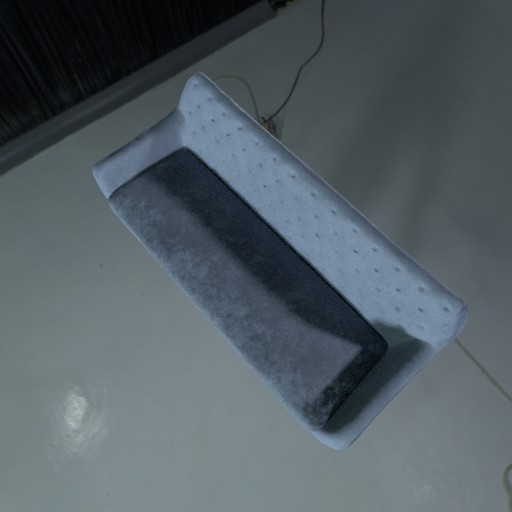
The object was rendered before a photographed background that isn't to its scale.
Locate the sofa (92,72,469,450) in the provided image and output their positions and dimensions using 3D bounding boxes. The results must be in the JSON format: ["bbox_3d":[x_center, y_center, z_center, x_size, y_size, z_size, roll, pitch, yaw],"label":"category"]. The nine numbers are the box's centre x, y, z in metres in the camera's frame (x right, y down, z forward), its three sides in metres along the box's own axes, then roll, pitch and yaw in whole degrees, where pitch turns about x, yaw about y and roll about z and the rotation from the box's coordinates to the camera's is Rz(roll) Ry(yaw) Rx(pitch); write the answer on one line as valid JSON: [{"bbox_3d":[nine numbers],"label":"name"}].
[{"bbox_3d":[0.000,0.000,2.421,0.841,0.832,1.975,-39,72,-16],"label":"sofa"}]
